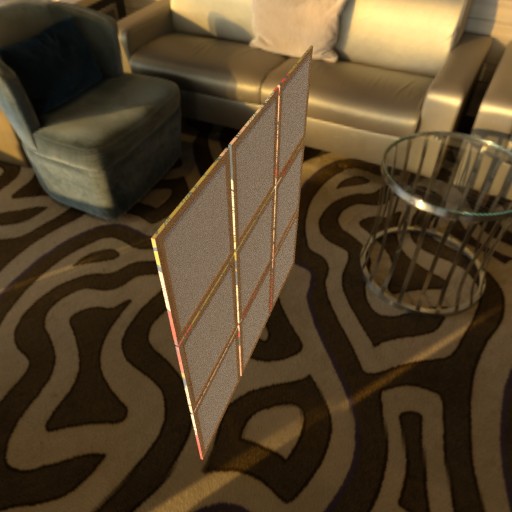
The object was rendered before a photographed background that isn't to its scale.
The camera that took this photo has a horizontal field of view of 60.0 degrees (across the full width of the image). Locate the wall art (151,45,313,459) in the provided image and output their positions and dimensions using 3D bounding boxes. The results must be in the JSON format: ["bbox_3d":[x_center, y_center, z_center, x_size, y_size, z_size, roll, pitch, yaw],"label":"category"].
[{"bbox_3d":[0.000,0.000,2.234,0.013,1.534,1.519,15,47,15],"label":"wall art"}]
